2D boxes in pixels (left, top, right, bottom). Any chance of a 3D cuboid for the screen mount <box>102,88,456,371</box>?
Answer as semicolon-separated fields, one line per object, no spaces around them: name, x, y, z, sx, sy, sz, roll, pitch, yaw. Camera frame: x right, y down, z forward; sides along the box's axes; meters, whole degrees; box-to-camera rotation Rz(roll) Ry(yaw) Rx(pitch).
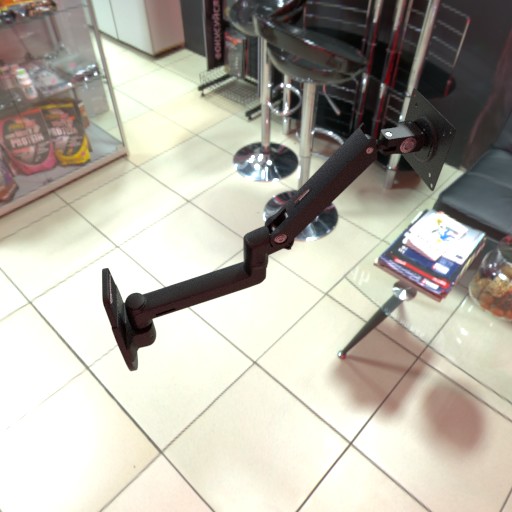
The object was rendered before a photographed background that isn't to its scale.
screen mount;0.000;0.000;0.730;0.495;0.466;0.115;-10;49;-9
